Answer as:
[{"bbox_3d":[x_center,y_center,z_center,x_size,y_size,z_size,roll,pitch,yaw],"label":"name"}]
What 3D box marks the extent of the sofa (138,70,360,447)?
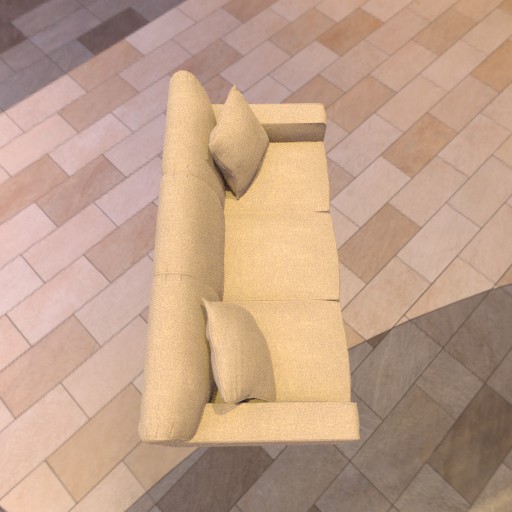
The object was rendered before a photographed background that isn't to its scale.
[{"bbox_3d":[0.000,0.000,2.574,0.997,0.958,2.024,-1,65,0],"label":"sofa"}]
